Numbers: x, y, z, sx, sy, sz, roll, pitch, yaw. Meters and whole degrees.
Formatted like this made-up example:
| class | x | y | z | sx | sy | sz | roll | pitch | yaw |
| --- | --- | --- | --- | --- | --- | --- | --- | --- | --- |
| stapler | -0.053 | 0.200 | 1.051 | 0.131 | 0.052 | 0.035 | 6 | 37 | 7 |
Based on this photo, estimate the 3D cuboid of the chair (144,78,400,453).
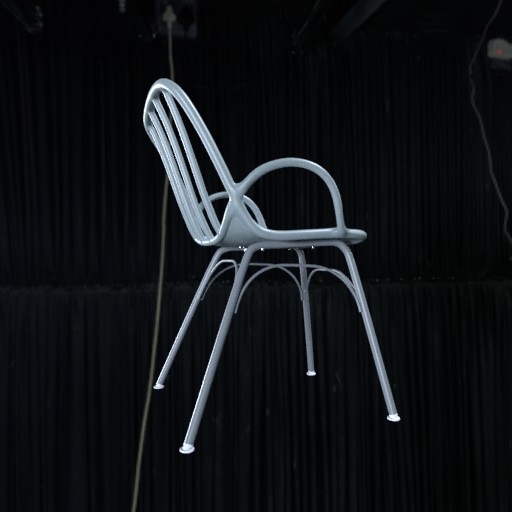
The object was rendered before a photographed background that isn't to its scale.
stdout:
| class | x | y | z | sx | sy | sz | roll | pitch | yaw |
| --- | --- | --- | --- | --- | --- | --- | --- | --- | --- |
| chair | 0.000 | 0.000 | 1.233 | 0.597 | 0.816 | 0.549 | 0 | -1 | -19 |
